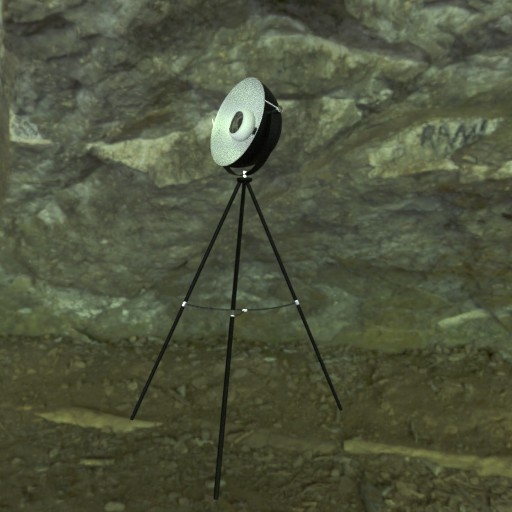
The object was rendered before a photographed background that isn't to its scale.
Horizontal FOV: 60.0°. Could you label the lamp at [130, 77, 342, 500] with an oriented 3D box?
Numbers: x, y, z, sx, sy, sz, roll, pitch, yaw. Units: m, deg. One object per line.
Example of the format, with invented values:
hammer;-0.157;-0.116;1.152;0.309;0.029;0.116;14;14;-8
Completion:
lamp;0.000;0.000;1.964;0.920;1.512;0.817;0;0;-37
